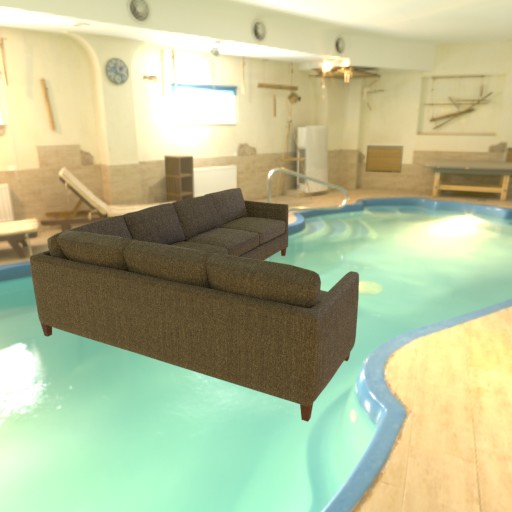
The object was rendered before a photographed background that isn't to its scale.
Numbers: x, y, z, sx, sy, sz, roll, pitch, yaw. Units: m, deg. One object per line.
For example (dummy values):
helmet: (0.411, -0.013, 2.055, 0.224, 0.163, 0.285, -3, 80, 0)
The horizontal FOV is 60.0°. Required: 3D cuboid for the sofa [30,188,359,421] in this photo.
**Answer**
sofa: (0.000, 0.000, 4.550, 2.593, 0.947, 3.302, 9, 19, 27)
